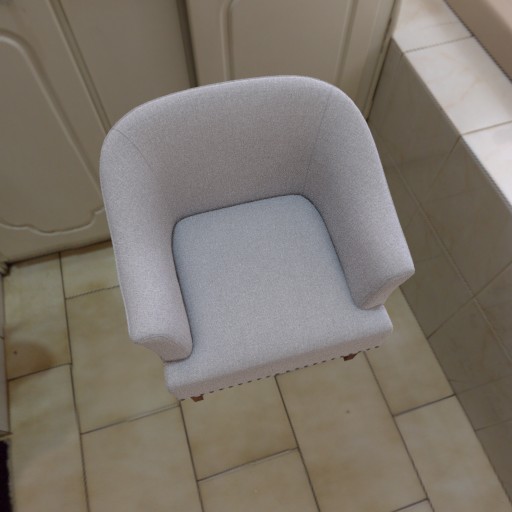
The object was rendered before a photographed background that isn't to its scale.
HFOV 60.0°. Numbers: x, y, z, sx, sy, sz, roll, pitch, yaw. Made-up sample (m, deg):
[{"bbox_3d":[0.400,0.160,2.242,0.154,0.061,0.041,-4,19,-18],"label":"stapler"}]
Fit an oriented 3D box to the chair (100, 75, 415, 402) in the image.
[{"bbox_3d":[0.000,0.000,1.440,0.798,0.815,0.704,-13,63,-7],"label":"chair"}]
